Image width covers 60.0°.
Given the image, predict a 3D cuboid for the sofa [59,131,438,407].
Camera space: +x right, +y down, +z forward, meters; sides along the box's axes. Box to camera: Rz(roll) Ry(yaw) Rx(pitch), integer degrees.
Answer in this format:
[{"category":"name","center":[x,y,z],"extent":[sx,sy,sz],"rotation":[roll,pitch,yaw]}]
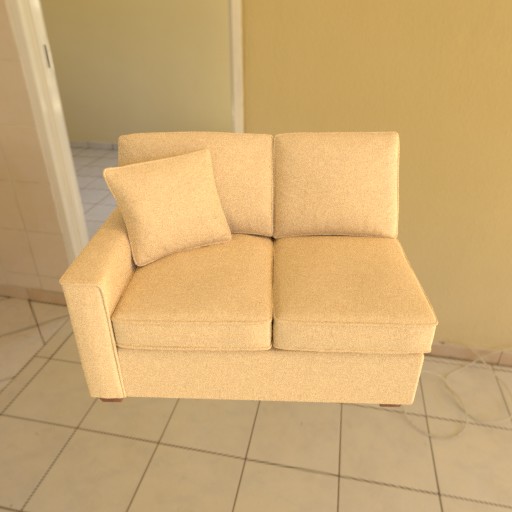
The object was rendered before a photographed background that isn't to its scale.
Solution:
[{"category":"sofa","center":[0.000,0.000,2.040],"extent":[1.388,0.989,0.991],"rotation":[1,29,1]}]
